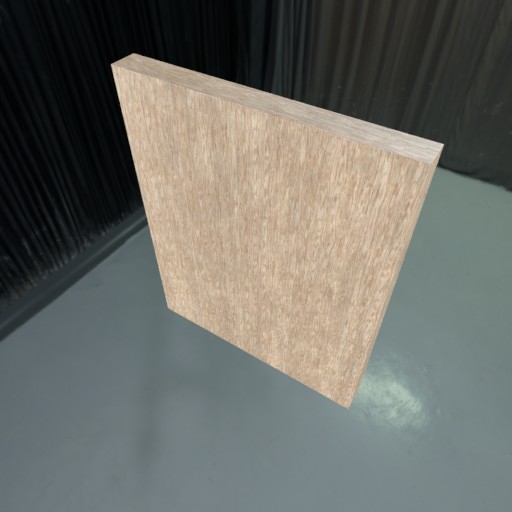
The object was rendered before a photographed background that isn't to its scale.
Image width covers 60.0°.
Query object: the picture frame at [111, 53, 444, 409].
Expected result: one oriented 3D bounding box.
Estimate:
[{"bbox_3d":[0.000,0.000,0.705,0.424,0.526,0.043,25,51,22],"label":"picture frame"}]
